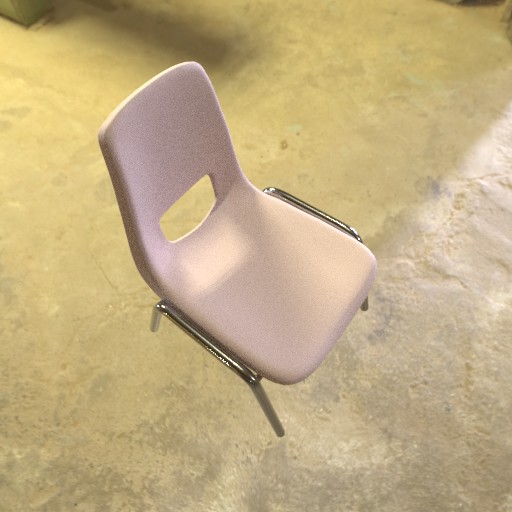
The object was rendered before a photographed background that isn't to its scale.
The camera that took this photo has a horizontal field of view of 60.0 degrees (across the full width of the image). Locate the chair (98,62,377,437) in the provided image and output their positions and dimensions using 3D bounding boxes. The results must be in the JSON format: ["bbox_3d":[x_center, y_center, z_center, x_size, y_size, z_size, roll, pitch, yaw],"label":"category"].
[{"bbox_3d":[0.000,0.000,0.773,0.385,0.537,0.354,32,64,18],"label":"chair"}]
